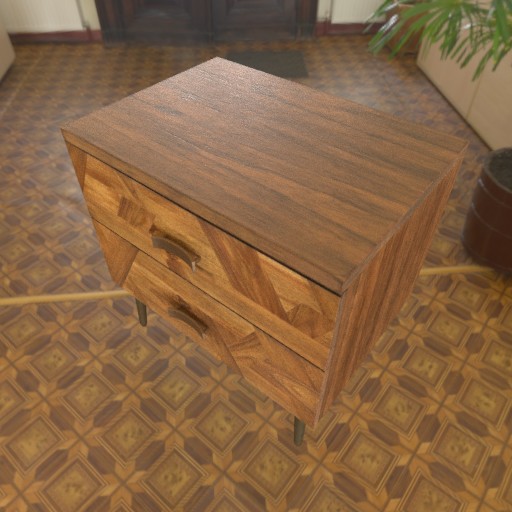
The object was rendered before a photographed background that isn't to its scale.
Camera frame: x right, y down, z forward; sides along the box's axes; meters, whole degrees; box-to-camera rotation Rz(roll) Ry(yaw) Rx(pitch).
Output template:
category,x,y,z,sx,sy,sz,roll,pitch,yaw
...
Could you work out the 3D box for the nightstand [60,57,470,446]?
category,x,y,z,sx,sy,sz,roll,pitch,yaw
nightstand,0.000,0.000,1.014,0.610,0.610,0.458,30,52,26
